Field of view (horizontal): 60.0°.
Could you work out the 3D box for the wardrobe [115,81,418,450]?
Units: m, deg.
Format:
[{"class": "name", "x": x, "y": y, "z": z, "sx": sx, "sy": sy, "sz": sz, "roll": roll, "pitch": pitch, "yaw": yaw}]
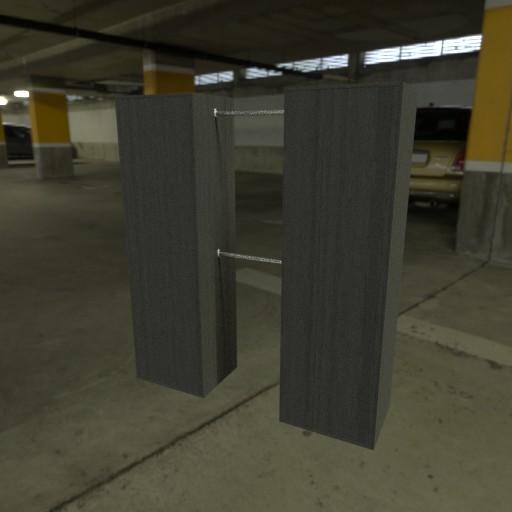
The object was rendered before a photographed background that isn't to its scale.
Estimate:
[{"class": "wardrobe", "x": 0.000, "y": 0.000, "z": 2.897, "sx": 1.770, "sy": 2.000, "sz": 0.480, "roll": 8, "pitch": 17, "yaw": 26}]
